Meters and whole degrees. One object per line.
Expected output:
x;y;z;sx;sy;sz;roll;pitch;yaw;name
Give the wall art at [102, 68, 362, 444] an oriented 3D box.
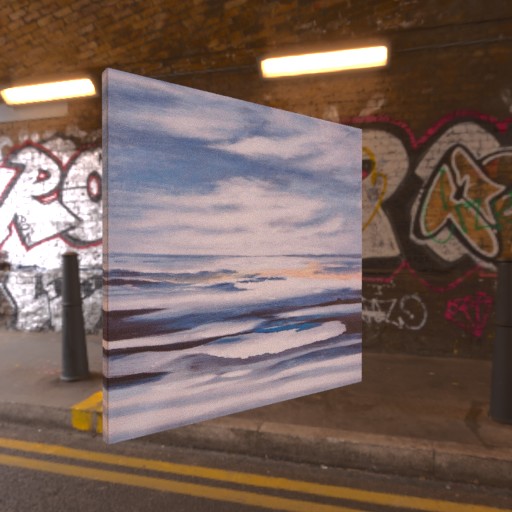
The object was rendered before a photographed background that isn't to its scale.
0.000;0.000;1.106;0.747;0.747;0.035;0;0;-36;wall art
